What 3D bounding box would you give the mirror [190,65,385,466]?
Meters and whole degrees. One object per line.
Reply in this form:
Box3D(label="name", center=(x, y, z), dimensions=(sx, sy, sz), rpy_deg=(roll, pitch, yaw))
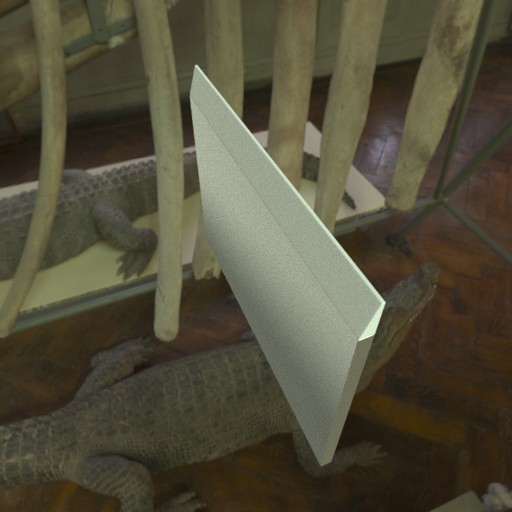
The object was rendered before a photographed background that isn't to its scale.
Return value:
Box3D(label="mirror", center=(0.000, 0.000, 1.129), dimensions=(0.030, 0.630, 0.870), rpy_deg=(-17, 49, -16))
